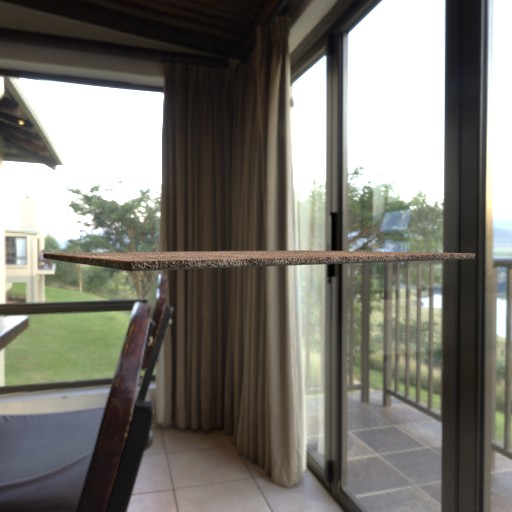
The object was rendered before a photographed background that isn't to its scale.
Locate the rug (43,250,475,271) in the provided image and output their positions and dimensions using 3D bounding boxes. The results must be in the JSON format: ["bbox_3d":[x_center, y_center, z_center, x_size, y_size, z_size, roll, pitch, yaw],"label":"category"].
[{"bbox_3d":[0.000,0.000,2.044,1.601,0.025,1.198,-1,2,-35],"label":"rug"}]
